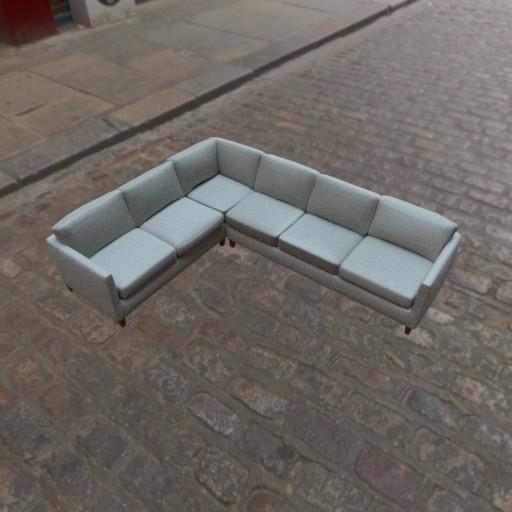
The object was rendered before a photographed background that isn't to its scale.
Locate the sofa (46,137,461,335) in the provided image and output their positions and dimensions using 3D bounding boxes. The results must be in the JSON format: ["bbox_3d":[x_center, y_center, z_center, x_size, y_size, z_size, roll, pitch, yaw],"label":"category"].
[{"bbox_3d":[0.000,0.000,4.526,3.301,0.947,2.592,26,48,26],"label":"sofa"}]
